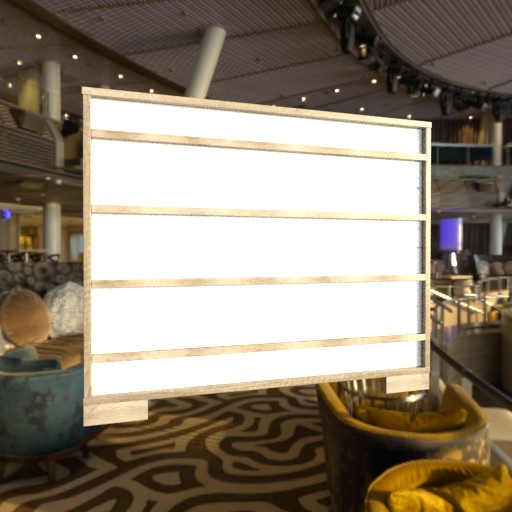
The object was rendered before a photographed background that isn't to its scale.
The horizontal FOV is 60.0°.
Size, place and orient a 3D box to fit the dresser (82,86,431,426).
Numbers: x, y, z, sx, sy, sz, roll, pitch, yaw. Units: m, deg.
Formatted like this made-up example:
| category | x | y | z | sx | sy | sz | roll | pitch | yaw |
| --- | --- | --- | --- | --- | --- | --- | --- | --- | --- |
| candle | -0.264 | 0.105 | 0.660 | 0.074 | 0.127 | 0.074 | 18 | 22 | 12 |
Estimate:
| category | x | y | z | sx | sy | sz | roll | pitch | yaw |
| --- | --- | --- | --- | --- | --- | --- | --- | --- | --- |
| dresser | 0.000 | 0.000 | 1.400 | 0.994 | 0.816 | 0.404 | 0 | 1 | -17 |
